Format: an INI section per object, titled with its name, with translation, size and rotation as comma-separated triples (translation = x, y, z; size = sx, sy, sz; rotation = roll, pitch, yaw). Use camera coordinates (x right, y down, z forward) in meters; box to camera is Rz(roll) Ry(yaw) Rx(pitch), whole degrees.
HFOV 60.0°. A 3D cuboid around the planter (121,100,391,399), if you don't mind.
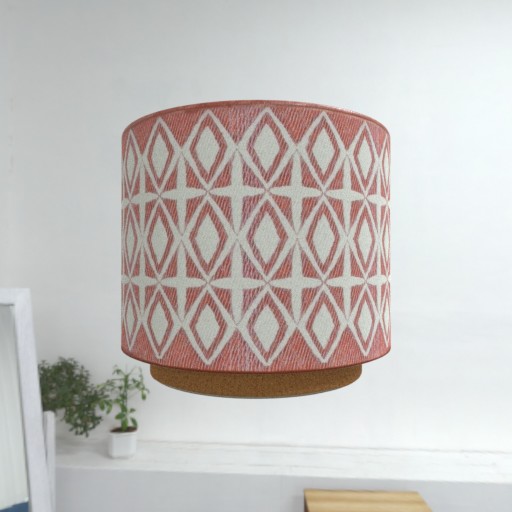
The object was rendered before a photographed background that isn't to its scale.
[planter]
translation = 0.000, 0.000, 0.470
size = 0.273, 0.237, 0.273
rotation = 0, 0, 0
